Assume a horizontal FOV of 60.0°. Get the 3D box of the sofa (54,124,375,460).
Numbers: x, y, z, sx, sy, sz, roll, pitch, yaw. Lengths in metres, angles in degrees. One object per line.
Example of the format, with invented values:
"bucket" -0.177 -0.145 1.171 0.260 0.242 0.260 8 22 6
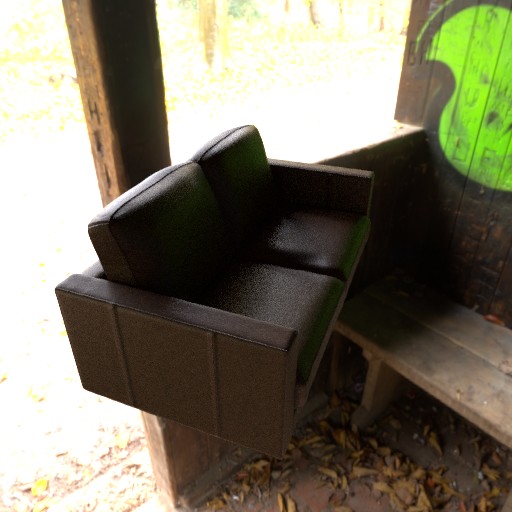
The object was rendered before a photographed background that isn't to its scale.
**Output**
"sofa" 0.000 0.000 2.145 0.909 0.951 1.578 12 33 19
